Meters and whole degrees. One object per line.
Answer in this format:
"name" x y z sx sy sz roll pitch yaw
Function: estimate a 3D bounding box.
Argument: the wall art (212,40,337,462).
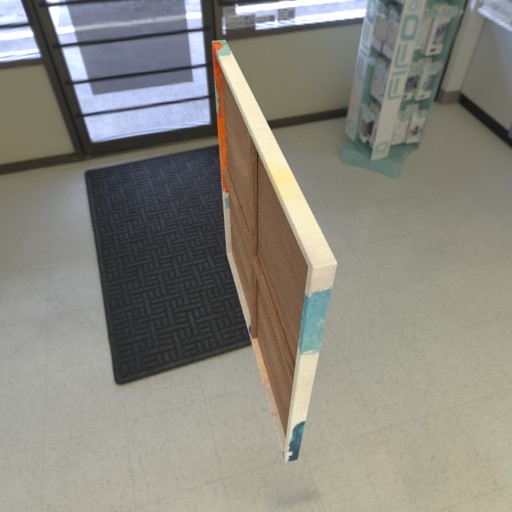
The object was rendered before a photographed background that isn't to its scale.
"wall art" 0.000 0.000 1.192 0.037 0.814 0.814 -10 48 -9
